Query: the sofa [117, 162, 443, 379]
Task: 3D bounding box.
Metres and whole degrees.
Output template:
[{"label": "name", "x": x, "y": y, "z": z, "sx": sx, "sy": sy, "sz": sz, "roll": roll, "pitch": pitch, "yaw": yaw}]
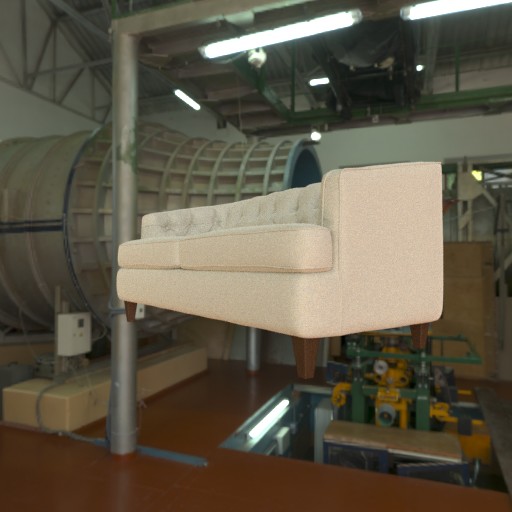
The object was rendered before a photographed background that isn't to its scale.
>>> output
[{"label": "sofa", "x": 0.000, "y": 0.000, "z": 2.263, "sx": 0.941, "sy": 0.855, "sz": 1.733, "roll": 1, "pitch": -1, "yaw": -35}]
